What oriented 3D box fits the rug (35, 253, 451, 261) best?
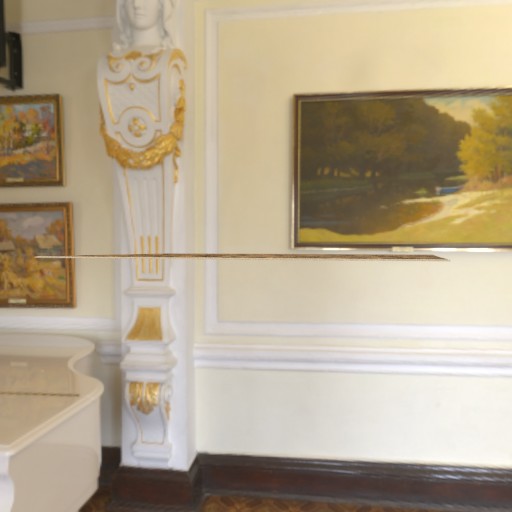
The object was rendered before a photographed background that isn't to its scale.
[{"bbox_3d":[0.000,0.000,2.974,2.284,0.008,1.522,0,1,19],"label":"rug"}]
